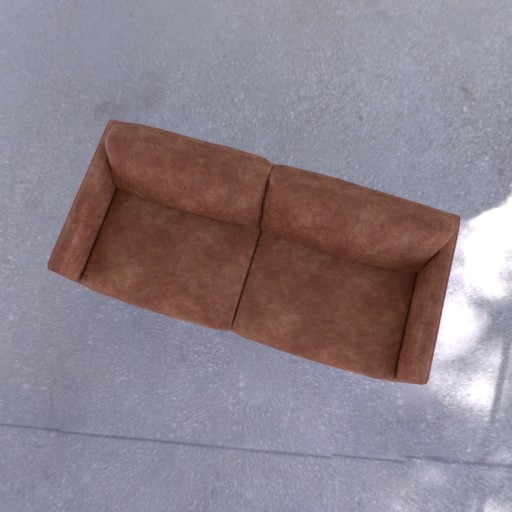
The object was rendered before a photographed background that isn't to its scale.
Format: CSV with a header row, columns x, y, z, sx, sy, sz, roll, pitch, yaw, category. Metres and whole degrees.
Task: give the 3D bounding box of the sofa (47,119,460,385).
x,y,z,sx,sy,sz,roll,pitch,yaw,category
0.000,0.000,2.485,1.971,0.863,0.923,16,76,4,sofa
